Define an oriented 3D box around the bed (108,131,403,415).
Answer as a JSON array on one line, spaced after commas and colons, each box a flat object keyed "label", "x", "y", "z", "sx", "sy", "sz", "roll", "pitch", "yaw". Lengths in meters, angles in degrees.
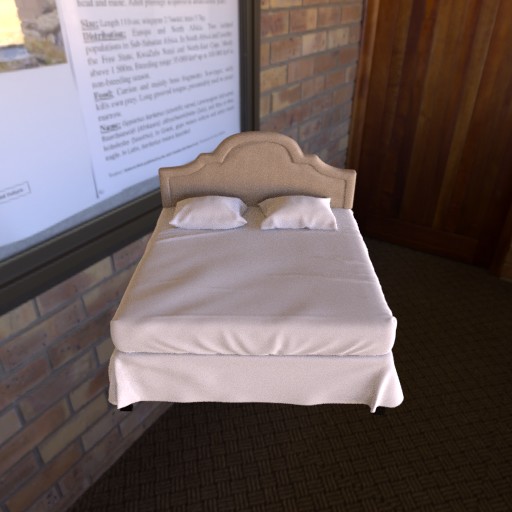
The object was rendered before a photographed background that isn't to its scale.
[{"label": "bed", "x": 0.000, "y": 0.000, "z": 3.842, "sx": 2.303, "sy": 1.631, "sz": 2.222, "roll": 1, "pitch": 31, "yaw": 1}]
